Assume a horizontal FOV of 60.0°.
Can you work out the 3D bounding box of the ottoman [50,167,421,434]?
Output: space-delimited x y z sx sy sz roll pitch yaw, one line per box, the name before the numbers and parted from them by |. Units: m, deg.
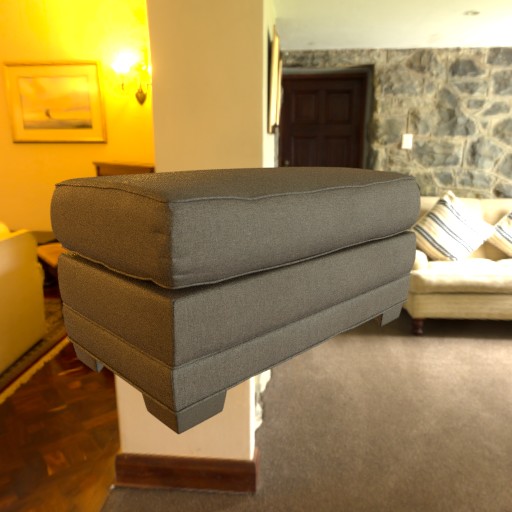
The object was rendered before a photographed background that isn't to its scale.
ottoman | 0.000 0.000 1.150 0.864 0.448 0.490 -13 19 -43
